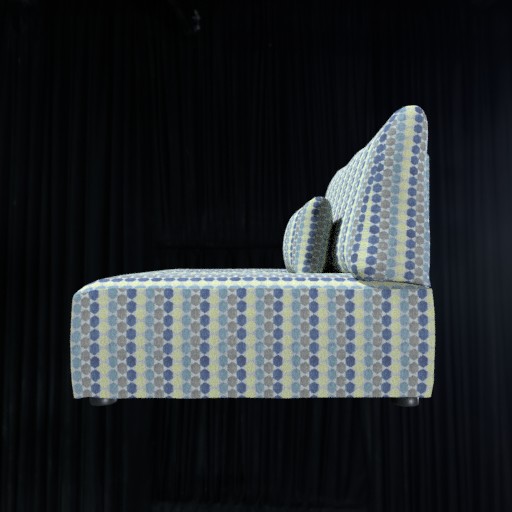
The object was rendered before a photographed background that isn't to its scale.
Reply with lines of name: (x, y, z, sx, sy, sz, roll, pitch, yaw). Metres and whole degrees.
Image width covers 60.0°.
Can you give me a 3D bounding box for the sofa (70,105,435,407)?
sofa: (0.000, 0.000, 1.653, 1.000, 0.830, 0.930, 0, -1, -1)
